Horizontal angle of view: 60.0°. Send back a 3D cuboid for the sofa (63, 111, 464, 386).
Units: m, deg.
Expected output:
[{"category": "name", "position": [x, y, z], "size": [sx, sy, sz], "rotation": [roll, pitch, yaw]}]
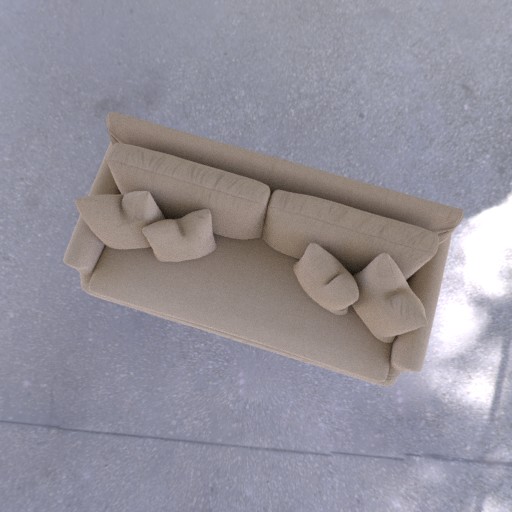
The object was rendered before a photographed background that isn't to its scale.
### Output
[{"category": "sofa", "position": [0.000, 0.000, 2.822], "size": [2.285, 0.904, 1.067], "rotation": [17, 77, 4]}]
